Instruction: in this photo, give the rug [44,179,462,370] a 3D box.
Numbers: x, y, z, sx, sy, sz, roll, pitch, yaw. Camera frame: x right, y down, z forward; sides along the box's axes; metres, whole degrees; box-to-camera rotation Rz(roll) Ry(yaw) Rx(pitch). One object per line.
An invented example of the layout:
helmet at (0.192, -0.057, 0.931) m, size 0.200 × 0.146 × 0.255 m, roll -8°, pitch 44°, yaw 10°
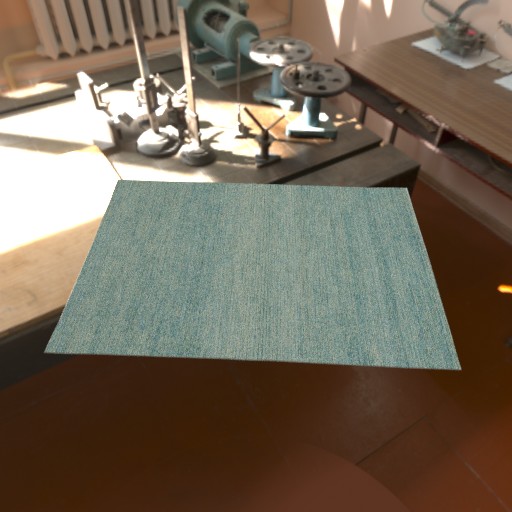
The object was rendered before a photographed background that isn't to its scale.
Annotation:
rug at (0.000, 0.000, 2.968) m, size 2.305 × 0.029 × 1.593 m, roll 2°, pitch 46°, yaw 2°
